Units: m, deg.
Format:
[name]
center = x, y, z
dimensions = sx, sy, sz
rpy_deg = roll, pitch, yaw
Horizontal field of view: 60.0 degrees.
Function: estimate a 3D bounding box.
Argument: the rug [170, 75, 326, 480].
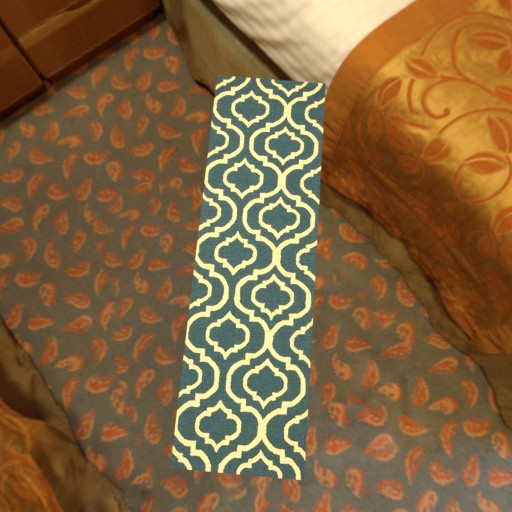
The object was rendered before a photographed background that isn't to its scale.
[rug]
center = 0.000, 0.000, 2.528
dimensions = 0.685, 0.006, 2.296
rpy_deg = 5, 77, 1
